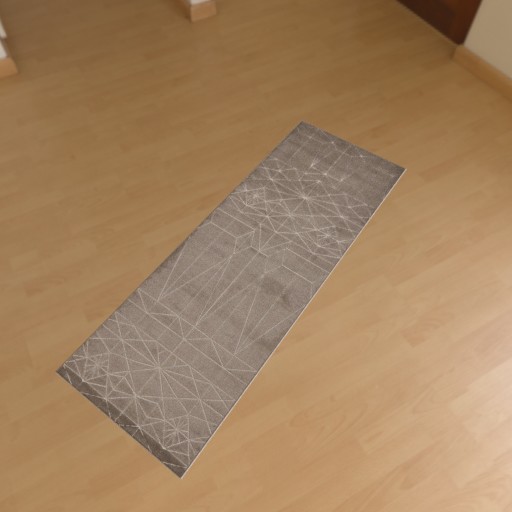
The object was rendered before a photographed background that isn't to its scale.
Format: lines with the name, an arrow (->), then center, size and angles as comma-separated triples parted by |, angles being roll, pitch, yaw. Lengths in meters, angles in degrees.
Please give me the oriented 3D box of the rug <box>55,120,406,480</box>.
rug -> 0.000, 0.000, 2.695 | 0.864, 0.012, 2.388 | 31, 62, 18
